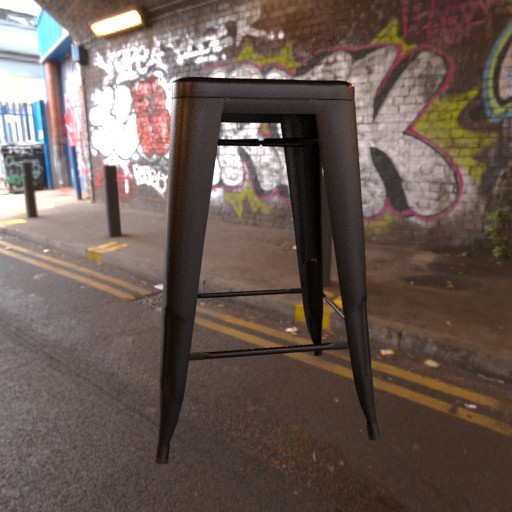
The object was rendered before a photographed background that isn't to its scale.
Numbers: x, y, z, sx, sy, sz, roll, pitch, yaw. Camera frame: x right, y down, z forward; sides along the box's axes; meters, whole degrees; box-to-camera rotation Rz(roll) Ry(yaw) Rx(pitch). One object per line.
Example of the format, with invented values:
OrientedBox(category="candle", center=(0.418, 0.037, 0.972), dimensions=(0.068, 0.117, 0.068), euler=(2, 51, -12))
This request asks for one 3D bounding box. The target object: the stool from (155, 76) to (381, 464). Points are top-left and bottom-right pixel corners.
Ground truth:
OrientedBox(category="stool", center=(0.000, 0.000, 0.856), dimensions=(0.399, 0.609, 0.359), euler=(-2, 14, -10))
